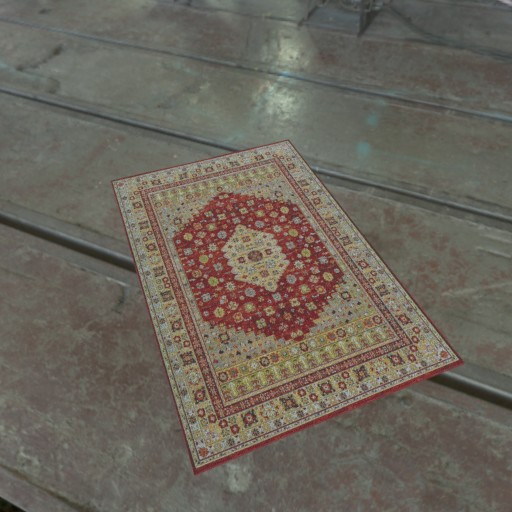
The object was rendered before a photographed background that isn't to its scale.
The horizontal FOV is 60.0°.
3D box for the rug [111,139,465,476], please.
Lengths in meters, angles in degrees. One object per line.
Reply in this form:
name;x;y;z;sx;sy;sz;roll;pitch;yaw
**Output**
rug;0.000;0.000;2.291;1.194;0.013;1.802;-16;50;-14
